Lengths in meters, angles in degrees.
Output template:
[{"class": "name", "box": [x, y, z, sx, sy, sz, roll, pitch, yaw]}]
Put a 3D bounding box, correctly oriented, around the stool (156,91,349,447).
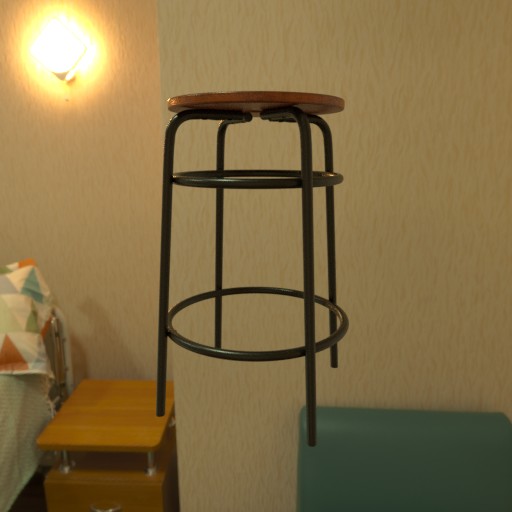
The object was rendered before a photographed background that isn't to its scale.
[{"class": "stool", "box": [0.000, 0.000, 0.924, 0.455, 0.610, 0.455, -7, 15, -27]}]
